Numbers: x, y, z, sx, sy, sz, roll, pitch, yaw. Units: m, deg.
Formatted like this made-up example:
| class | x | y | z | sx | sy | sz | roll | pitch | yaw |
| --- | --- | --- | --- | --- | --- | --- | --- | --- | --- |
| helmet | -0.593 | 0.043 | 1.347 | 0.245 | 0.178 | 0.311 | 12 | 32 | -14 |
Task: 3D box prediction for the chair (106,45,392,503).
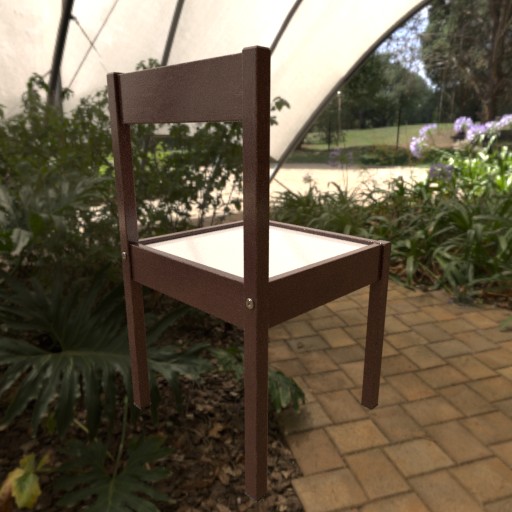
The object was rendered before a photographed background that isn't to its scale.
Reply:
| class | x | y | z | sx | sy | sz | roll | pitch | yaw |
| --- | --- | --- | --- | --- | --- | --- | --- | --- | --- |
| chair | 0.000 | 0.000 | 0.657 | 0.285 | 0.505 | 0.285 | -15 | 22 | -43 |
